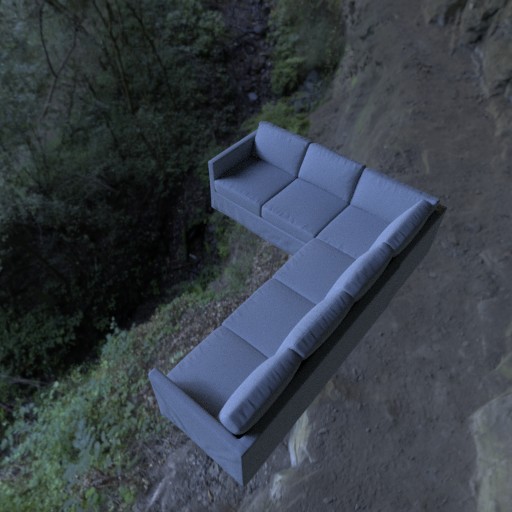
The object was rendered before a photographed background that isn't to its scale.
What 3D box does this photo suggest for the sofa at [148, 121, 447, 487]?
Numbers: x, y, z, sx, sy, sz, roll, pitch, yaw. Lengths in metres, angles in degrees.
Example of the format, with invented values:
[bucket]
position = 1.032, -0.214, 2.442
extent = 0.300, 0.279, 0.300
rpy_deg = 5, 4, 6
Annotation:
[sofa]
position = 0.000, 0.000, 4.361
extent = 2.432, 0.871, 3.182
rpy_deg = 32, 55, 26
